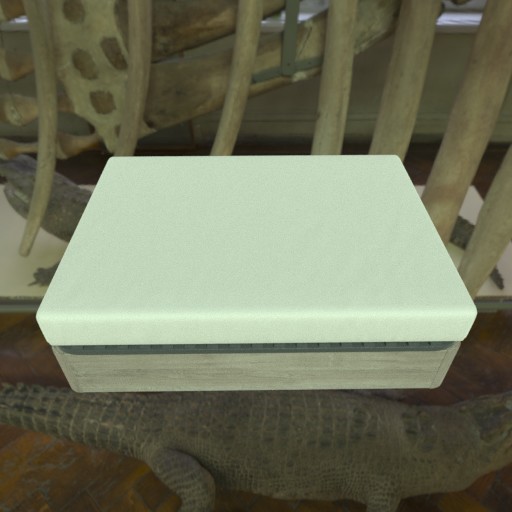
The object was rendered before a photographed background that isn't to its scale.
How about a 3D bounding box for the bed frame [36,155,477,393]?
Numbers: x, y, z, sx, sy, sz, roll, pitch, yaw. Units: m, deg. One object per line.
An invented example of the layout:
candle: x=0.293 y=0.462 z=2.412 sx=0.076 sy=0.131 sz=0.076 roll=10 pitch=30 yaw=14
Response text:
bed frame: x=0.000 y=0.000 z=2.553 sx=1.900 sy=0.561 sz=1.400 roll=-1 pitch=42 yaw=-1
